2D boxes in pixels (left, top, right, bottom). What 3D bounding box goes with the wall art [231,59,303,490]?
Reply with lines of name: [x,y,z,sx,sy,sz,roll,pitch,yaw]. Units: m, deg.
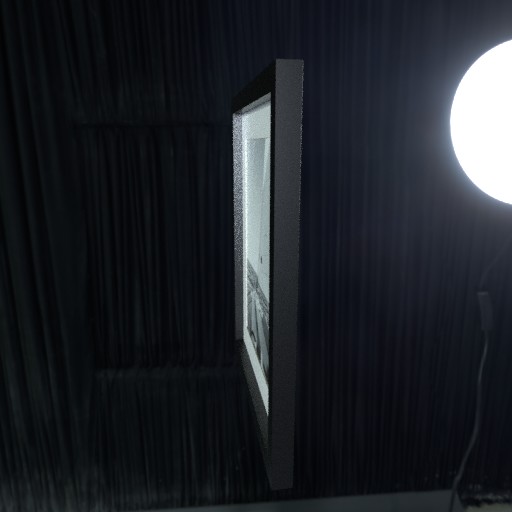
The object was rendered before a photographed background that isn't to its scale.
wall art: [0.000,0.000,0.773,0.031,0.558,0.461,-2,14,-9]
